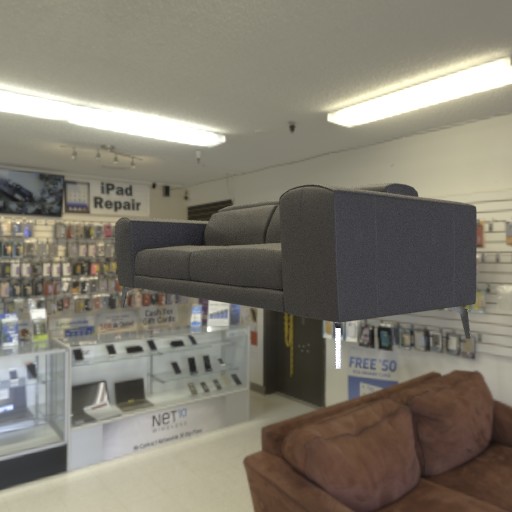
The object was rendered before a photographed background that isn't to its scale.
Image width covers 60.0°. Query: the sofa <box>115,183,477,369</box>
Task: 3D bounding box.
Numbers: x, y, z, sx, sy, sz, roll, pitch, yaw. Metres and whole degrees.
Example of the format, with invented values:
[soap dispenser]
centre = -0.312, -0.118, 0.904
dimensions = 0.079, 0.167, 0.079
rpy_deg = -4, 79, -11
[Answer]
[sofa]
centre = 0.000, 0.000, 2.811
dimensions = 1.048, 0.814, 2.330
rpy_deg = 0, 0, -37
